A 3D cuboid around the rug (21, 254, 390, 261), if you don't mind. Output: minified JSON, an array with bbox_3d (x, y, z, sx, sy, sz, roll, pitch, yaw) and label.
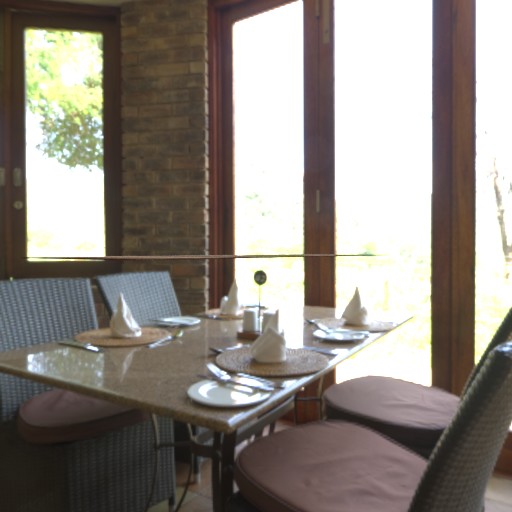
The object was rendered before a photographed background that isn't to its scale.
[{"bbox_3d":[0.000,0.000,2.711,0.792,0.006,2.437,0,1,37],"label":"rug"}]
